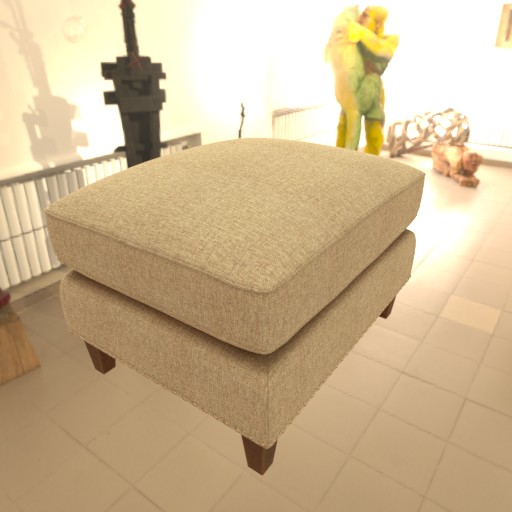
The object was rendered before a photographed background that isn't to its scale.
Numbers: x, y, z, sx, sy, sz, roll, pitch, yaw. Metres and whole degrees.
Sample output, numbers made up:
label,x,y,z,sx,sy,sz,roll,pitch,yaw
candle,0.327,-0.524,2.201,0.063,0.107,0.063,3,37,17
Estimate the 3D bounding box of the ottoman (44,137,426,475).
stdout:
label,x,y,z,sx,sy,sz,roll,pitch,yaw
ottoman,0.000,0.000,1.105,0.584,0.513,0.741,18,32,31
